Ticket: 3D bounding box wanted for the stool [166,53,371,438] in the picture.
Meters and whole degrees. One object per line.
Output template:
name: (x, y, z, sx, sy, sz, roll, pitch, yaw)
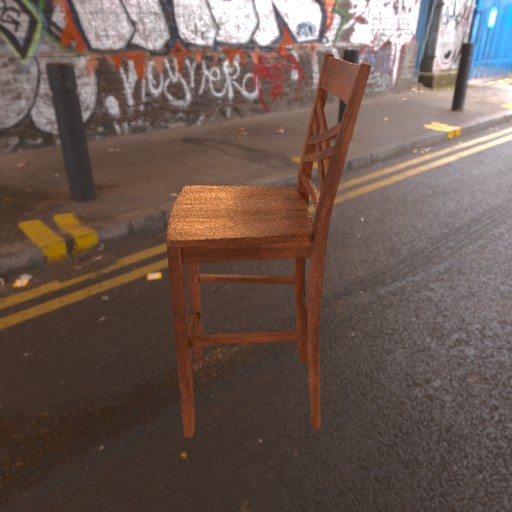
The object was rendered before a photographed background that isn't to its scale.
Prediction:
stool: (0.000, 0.000, 1.351, 0.487, 1.105, 0.433, -1, 27, -2)
